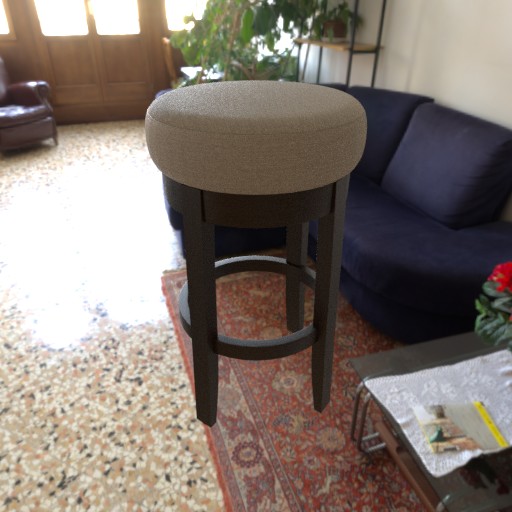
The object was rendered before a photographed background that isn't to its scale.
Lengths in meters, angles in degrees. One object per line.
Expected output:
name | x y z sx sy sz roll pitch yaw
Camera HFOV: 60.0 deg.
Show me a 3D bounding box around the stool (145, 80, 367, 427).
stool | 0.000 0.000 1.061 0.443 0.757 0.443 0 30 0
